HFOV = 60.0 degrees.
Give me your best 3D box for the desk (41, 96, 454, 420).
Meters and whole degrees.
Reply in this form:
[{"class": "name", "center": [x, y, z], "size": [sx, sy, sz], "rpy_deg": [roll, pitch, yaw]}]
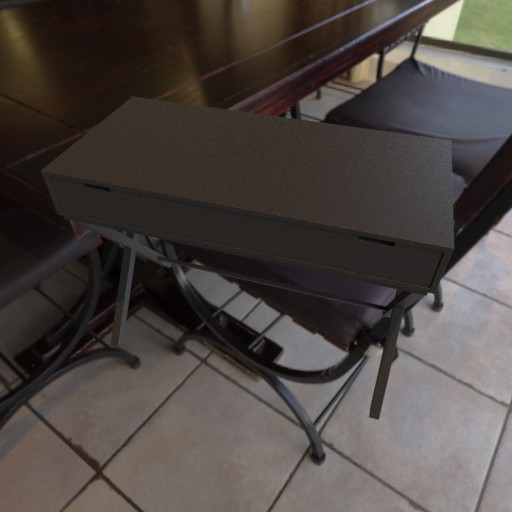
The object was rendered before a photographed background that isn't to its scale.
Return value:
[{"class": "desk", "center": [0.000, 0.000, 1.519], "size": [1.057, 0.780, 0.504], "rpy_deg": [12, 44, 13]}]
